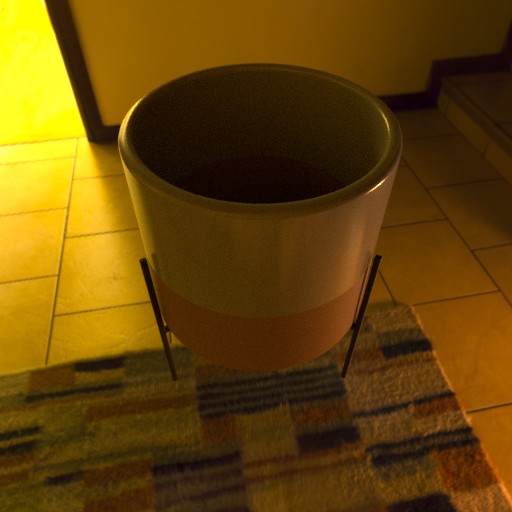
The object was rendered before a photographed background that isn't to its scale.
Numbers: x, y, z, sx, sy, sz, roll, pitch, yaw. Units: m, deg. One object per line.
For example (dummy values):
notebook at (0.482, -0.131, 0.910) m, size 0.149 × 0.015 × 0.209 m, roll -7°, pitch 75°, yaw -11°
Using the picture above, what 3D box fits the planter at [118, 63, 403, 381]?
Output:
planter at (0.000, 0.000, 0.717) m, size 0.360 × 0.480 × 0.348 m, roll -24°, pitch 51°, yaw -21°
